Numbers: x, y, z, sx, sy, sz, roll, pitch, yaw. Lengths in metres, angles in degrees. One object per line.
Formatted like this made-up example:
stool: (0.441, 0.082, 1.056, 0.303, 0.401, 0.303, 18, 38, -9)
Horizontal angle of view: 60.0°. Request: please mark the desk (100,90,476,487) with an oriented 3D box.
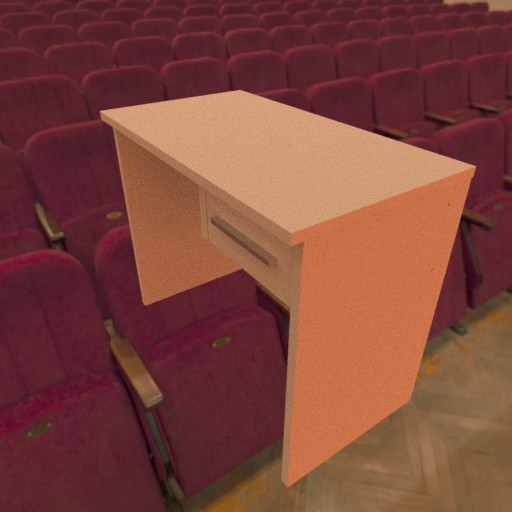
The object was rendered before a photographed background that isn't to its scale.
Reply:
desk: (0.000, 0.000, 1.315, 0.498, 0.729, 0.900, -21, 38, -29)
